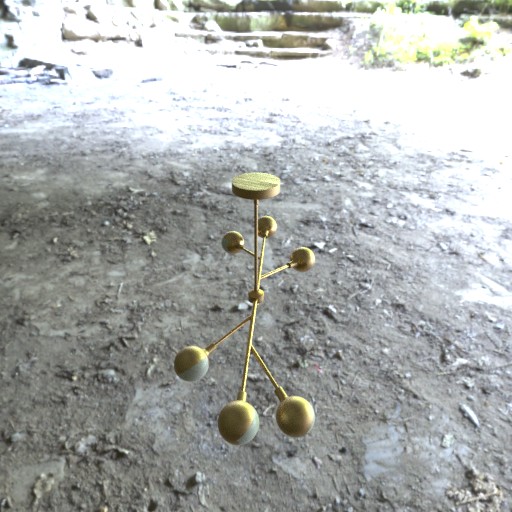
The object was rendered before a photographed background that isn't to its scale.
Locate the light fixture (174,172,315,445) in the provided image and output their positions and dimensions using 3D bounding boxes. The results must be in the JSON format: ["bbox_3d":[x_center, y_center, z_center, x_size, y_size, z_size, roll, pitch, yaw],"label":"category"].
[{"bbox_3d":[0.000,0.000,1.012,0.434,0.362,0.778,11,32,18],"label":"light fixture"}]
